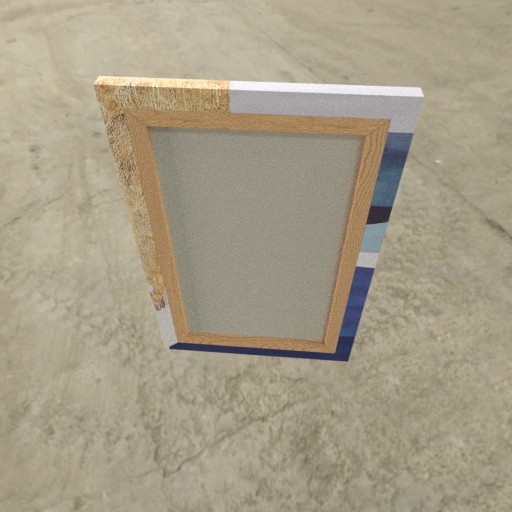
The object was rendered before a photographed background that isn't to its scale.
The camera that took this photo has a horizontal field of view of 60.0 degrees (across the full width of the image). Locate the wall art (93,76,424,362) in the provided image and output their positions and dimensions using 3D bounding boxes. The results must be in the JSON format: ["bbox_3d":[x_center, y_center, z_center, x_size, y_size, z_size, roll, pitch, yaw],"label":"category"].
[{"bbox_3d":[0.000,0.000,1.151,0.607,0.911,0.039,3,46,3],"label":"wall art"}]
